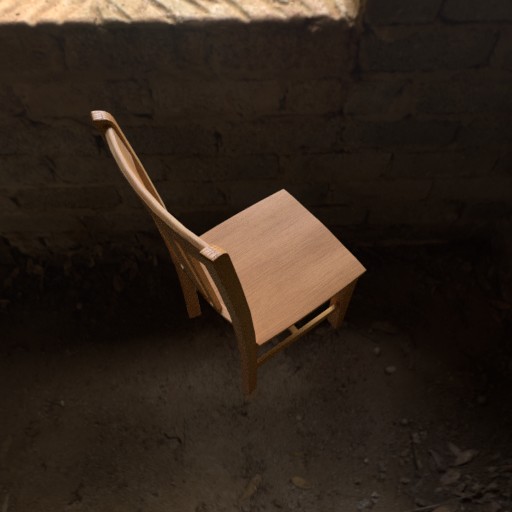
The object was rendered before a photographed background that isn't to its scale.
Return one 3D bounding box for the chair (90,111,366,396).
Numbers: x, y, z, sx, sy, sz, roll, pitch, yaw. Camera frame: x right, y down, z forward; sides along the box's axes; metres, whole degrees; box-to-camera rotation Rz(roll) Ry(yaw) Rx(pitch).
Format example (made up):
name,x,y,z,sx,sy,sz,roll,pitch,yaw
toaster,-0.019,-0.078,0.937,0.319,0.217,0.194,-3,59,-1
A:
name,x,y,z,sx,sy,sz,roll,pitch,yaw
chair,0.000,0.000,1.307,0.556,0.998,0.450,-32,63,-19
